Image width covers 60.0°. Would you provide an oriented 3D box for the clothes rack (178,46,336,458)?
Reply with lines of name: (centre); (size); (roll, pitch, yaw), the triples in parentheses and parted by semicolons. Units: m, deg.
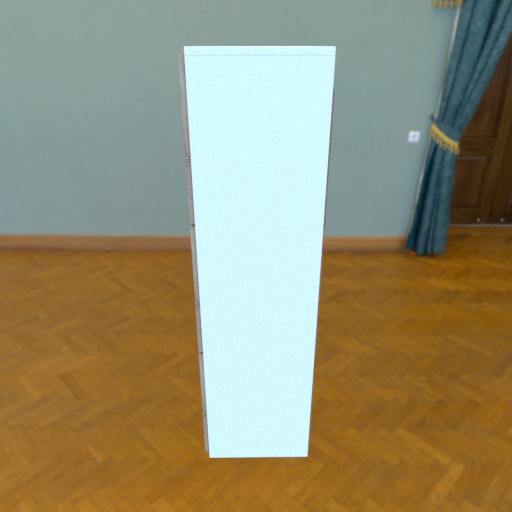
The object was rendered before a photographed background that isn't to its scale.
clothes rack: (0.000, 0.000, 1.388); (0.331, 1.187, 0.500); (0, 25, -1)
